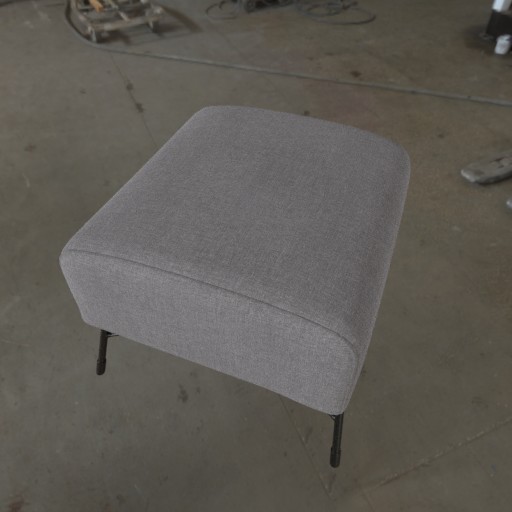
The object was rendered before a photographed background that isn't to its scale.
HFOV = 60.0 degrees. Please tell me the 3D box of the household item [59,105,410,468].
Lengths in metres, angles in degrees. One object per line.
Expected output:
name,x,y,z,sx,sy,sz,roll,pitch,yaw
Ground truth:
household item,0.000,0.000,0.900,0.530,0.410,0.530,16,48,15
